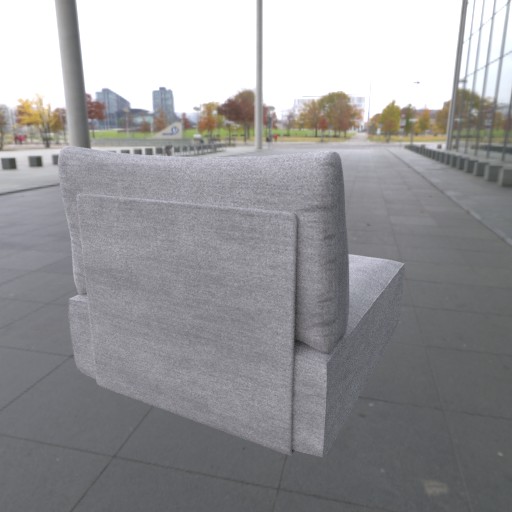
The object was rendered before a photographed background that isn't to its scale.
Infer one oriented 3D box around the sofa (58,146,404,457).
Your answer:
[{"bbox_3d":[0.000,0.000,1.681,0.930,0.820,1.000,8,17,27],"label":"sofa"}]
